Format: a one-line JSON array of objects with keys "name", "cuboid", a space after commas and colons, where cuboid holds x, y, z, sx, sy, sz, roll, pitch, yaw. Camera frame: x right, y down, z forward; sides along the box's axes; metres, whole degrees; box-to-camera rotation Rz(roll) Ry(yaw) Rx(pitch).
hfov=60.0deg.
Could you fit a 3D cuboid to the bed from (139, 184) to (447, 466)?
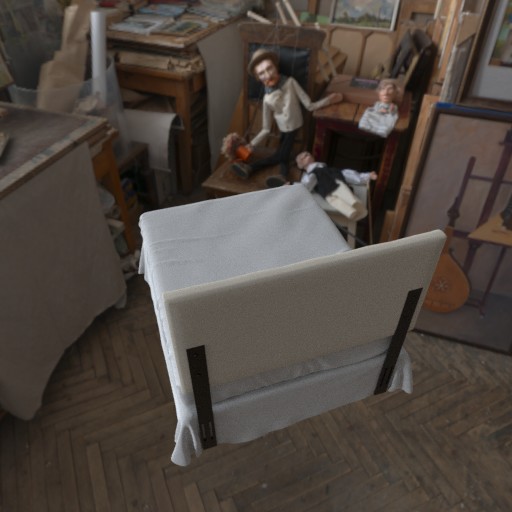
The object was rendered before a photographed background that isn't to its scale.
[{"name": "bed", "cuboid": [0.000, 0.000, 3.564, 1.936, 1.577, 2.222, -12, 43, -14]}]
